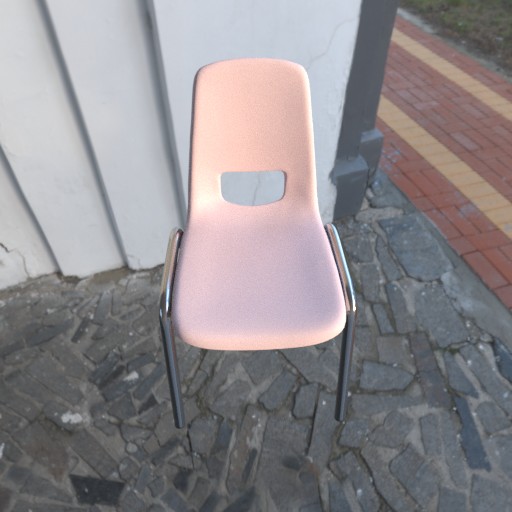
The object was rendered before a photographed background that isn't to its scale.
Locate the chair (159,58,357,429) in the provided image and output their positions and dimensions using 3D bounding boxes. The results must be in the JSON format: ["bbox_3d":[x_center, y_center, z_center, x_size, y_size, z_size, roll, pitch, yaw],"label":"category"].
[{"bbox_3d":[0.000,0.000,0.843,0.354,0.586,0.423,-2,48,-2],"label":"chair"}]
